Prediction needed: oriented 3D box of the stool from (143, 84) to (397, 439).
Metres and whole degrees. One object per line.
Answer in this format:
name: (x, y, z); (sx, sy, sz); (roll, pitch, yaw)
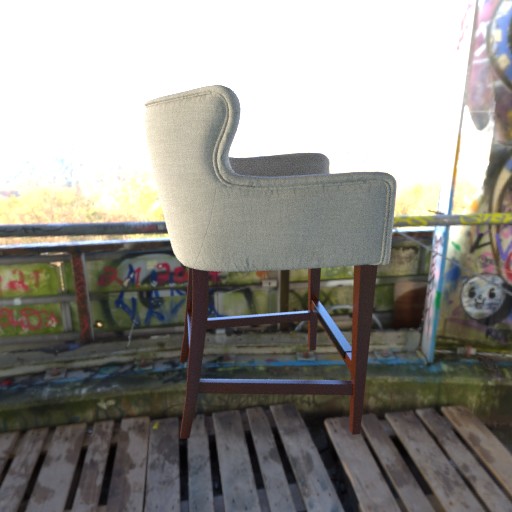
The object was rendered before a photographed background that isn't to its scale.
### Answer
stool: (0.000, 0.000, 1.414); (0.637, 0.987, 0.615); (-2, 18, -8)
